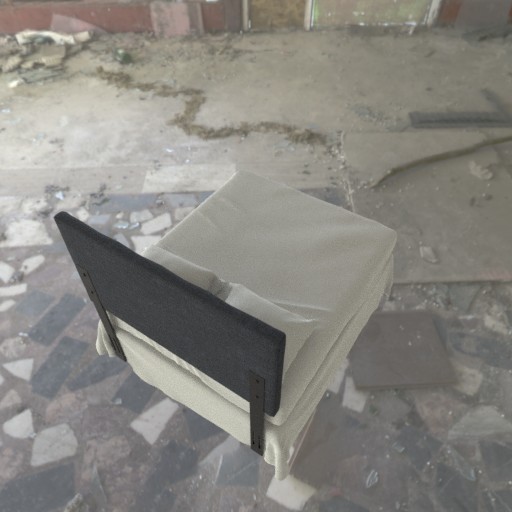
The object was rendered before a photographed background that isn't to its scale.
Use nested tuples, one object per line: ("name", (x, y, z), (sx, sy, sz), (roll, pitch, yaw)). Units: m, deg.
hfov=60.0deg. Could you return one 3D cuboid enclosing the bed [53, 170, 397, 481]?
("bed", (0.000, 0.000, 3.532), (1.936, 1.577, 2.222), (26, 52, 22))
